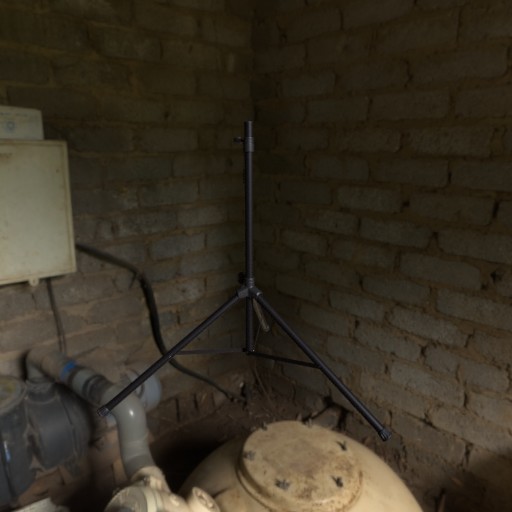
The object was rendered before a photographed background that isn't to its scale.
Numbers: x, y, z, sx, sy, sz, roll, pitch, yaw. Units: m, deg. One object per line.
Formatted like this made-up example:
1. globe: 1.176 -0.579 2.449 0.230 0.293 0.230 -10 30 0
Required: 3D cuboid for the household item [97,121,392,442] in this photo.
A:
1. household item: 0.000 0.000 2.775 1.596 1.595 1.339 2 15 8
